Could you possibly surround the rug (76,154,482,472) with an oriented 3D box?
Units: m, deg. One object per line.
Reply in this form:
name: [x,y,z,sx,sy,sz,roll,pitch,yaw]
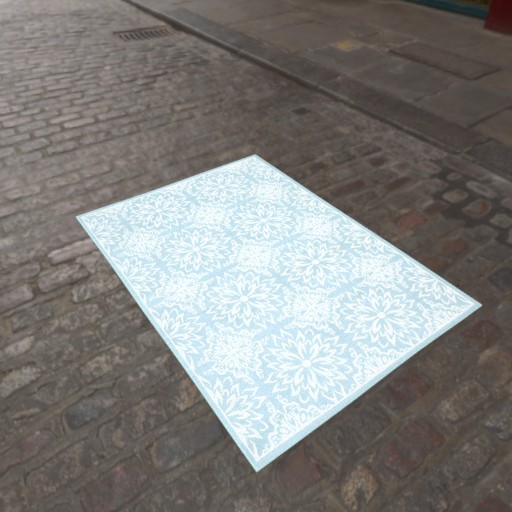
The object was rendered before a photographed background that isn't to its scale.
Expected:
rug: [0.000,0.000,2.843,1.589,0.014,2.205,-25,47,-26]
